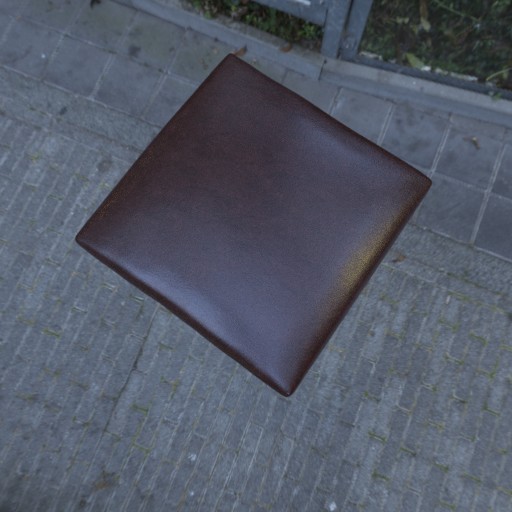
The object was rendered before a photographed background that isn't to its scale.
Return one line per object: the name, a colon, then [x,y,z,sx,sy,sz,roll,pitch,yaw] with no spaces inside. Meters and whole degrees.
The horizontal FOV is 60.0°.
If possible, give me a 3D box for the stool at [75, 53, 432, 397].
stool: [0.000,0.000,0.936,0.382,0.702,0.383,35,79,8]
